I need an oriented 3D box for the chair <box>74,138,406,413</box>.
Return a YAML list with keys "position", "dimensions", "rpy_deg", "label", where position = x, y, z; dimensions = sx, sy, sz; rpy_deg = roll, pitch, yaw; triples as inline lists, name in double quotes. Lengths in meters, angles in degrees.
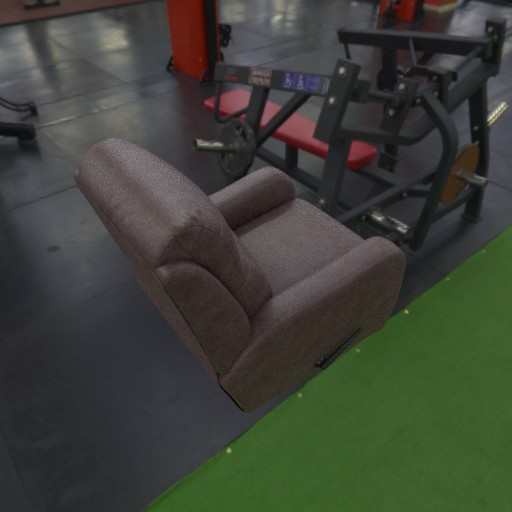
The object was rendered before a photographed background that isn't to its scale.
- position: [0.000, 0.000, 1.826]
  dimensions: [1.067, 1.067, 0.865]
  rpy_deg: [-26, 48, -27]
  label: "chair"
